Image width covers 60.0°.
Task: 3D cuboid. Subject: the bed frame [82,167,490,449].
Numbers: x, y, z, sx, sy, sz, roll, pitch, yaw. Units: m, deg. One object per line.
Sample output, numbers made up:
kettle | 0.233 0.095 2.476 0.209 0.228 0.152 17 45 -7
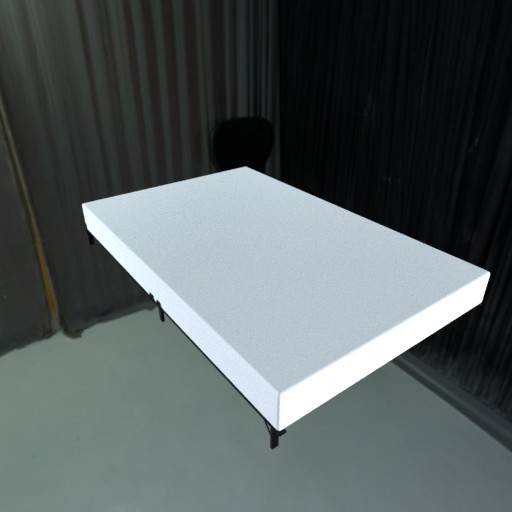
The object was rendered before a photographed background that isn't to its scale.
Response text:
bed frame | 0.000 0.000 3.759 1.930 0.440 2.987 -20 35 -31
